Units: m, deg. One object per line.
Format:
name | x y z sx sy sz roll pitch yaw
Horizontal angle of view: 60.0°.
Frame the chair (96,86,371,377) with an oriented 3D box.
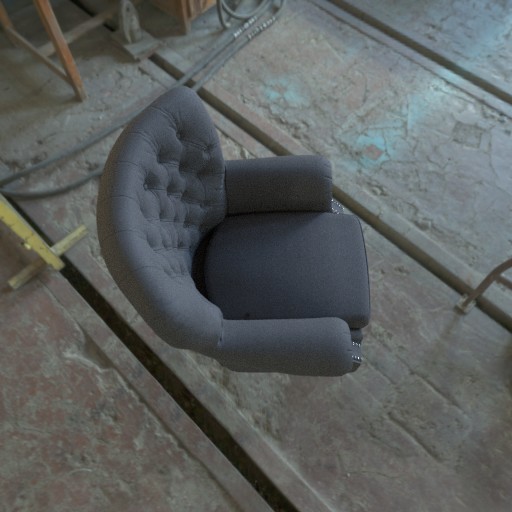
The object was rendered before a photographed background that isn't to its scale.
chair | 0.000 0.000 1.816 0.983 1.046 0.983 -1 63 0
